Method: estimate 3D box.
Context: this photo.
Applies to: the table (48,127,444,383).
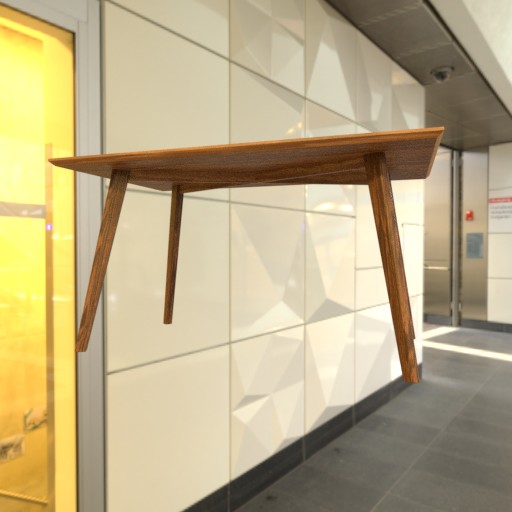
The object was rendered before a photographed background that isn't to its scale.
[{"bbox_3d":[0.000,0.000,1.804,1.349,0.724,0.801,0,1,19],"label":"table"}]
